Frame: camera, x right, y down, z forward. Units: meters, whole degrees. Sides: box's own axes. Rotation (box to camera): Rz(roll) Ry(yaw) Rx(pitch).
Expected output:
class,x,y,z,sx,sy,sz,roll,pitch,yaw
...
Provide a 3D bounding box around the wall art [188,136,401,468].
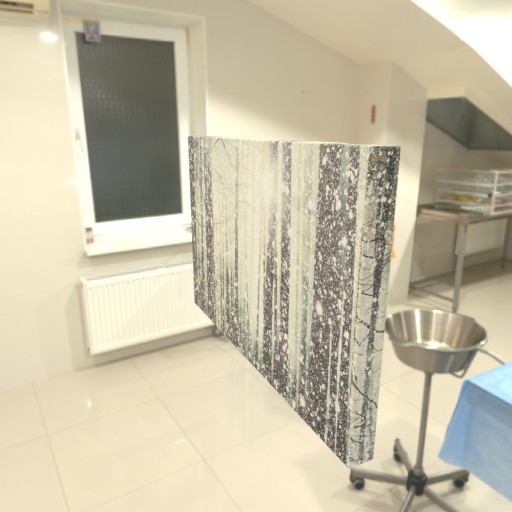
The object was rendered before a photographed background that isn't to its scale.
class,x,y,z,sx,sy,sz,roll,pitch,yaw
wall art,0.000,0.000,0.781,0.042,0.398,0.618,-8,18,-25
